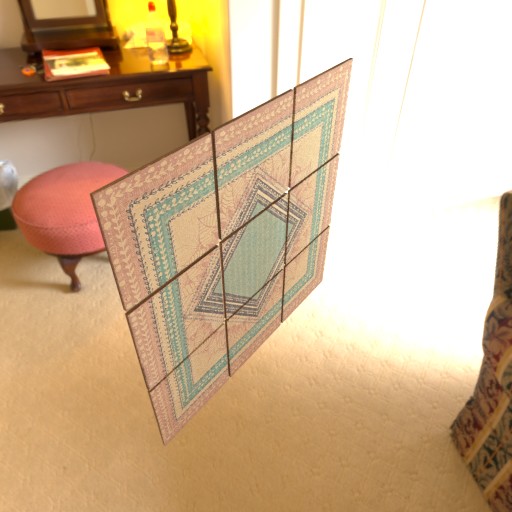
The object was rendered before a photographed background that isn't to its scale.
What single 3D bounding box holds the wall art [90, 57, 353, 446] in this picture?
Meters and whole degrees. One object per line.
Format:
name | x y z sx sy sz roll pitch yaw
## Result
wall art | 0.000 0.000 1.766 0.013 1.213 1.215 27 48 28
